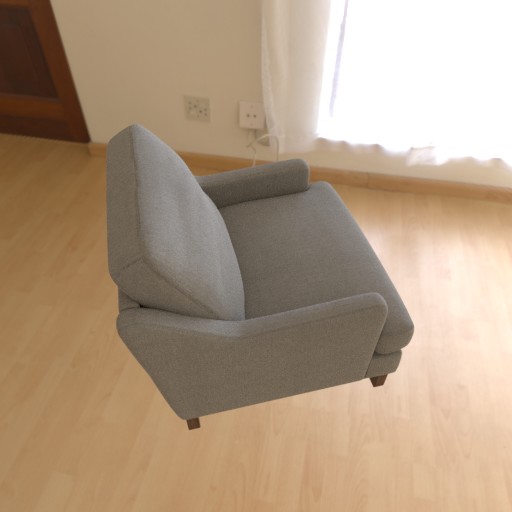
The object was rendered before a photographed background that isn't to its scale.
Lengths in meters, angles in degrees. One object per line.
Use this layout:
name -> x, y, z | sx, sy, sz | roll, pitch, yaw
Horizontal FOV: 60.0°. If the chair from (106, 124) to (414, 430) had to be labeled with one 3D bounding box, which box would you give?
chair -> 0.000, 0.000, 1.583 | 0.892, 0.821, 0.826 | -10, 46, -9
